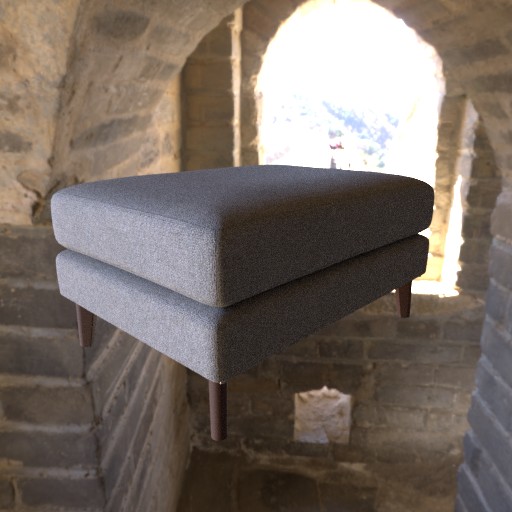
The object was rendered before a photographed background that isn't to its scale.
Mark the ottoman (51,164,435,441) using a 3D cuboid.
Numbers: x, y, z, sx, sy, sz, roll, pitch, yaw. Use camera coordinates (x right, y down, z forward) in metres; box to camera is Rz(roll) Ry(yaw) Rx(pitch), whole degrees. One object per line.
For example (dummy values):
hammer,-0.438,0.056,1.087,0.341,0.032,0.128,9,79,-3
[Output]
ottoman,0.000,0.000,1.181,0.611,0.441,0.821,15,22,41
